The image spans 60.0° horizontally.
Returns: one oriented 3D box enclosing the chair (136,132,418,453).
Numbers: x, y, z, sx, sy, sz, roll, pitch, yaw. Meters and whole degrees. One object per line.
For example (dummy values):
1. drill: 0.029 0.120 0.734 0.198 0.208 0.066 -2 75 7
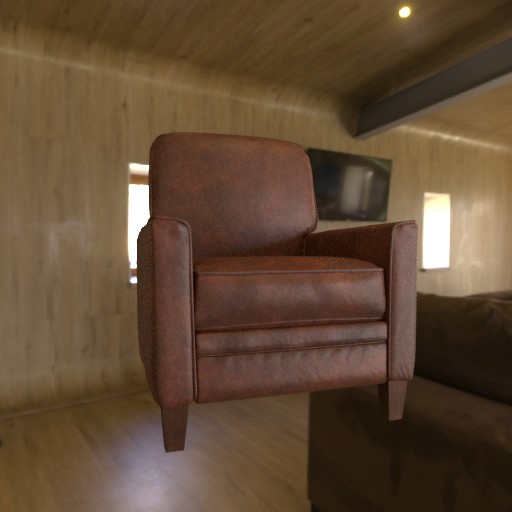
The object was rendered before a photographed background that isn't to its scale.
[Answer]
1. chair: 0.000 0.000 1.641 0.843 1.043 0.836 -1 2 -18
